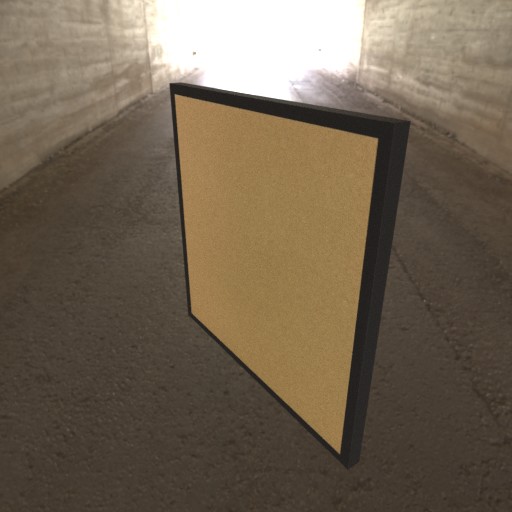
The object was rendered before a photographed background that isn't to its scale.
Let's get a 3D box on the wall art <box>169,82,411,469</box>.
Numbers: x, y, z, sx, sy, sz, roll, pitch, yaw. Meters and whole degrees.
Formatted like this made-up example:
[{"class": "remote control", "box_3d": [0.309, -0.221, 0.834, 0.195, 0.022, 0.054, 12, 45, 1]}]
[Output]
[{"class": "wall art", "box_3d": [0.000, 0.000, 1.117, 0.037, 0.760, 0.762, -18, 32, -32]}]
